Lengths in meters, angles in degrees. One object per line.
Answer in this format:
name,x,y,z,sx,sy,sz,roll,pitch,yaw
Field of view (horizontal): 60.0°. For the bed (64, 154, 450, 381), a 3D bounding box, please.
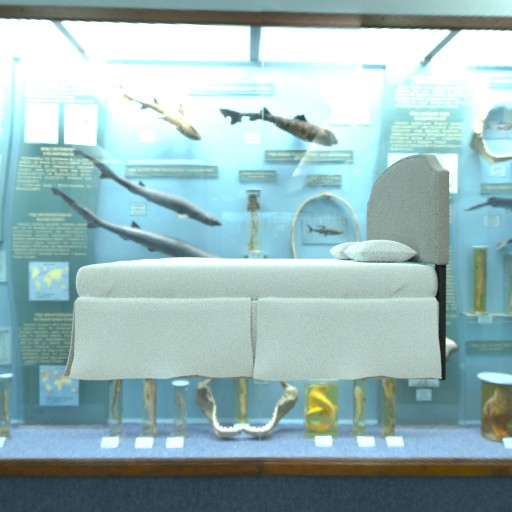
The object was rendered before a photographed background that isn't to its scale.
bed,0.000,0.000,3.031,1.999,1.270,1.558,0,1,1
